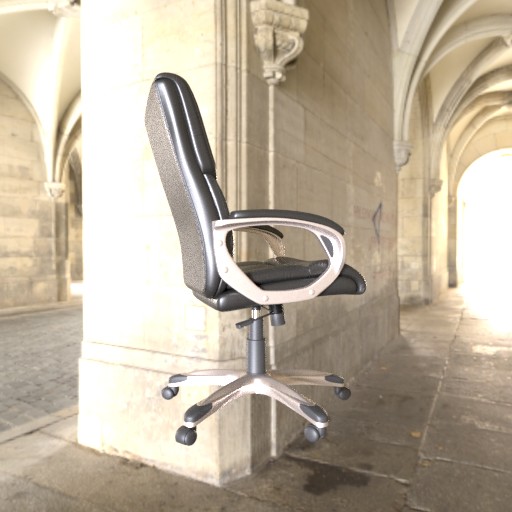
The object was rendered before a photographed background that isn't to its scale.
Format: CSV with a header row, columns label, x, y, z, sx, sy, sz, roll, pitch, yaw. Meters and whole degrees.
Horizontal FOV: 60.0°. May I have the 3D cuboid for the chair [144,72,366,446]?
label,x,y,z,sx,sy,sz,roll,pitch,yaw
chair,0.000,0.000,1.649,0.780,1.145,0.700,0,1,-18
